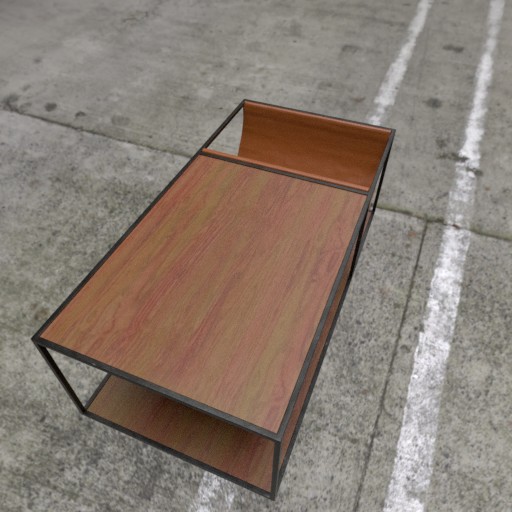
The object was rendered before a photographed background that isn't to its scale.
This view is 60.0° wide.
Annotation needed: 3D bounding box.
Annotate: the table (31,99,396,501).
[{"bbox_3d":[0.000,0.000,1.437,0.597,0.403,1.199,17,49,15],"label":"table"}]
